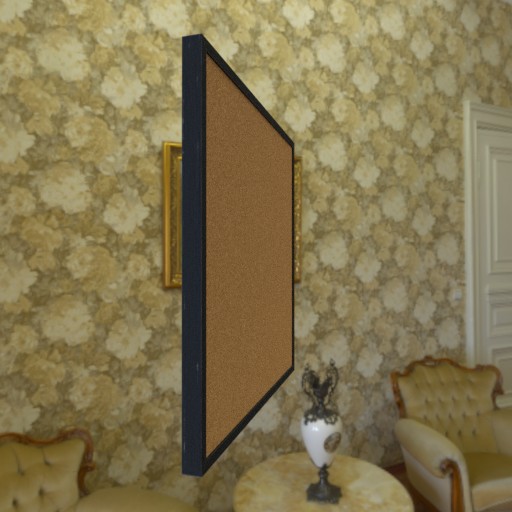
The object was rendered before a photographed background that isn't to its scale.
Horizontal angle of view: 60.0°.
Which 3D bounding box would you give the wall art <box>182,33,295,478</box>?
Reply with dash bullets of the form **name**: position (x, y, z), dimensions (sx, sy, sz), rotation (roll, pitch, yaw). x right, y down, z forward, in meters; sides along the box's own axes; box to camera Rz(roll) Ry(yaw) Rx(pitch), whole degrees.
- **wall art**: position (0.000, 0.000, 1.128), dimensions (0.037, 0.761, 0.761), rotation (0, 0, 17)
